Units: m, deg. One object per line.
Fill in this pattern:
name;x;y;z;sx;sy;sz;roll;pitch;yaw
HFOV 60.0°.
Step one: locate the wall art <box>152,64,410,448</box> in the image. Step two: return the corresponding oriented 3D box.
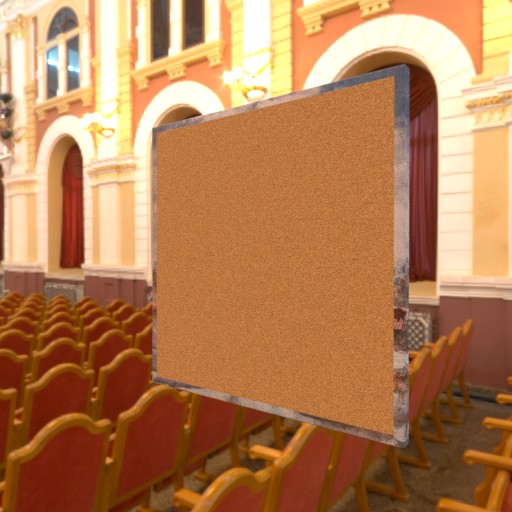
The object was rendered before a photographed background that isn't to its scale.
wall art;0.000;0.000;1.489;1.010;1.020;0.040;0;1;37
